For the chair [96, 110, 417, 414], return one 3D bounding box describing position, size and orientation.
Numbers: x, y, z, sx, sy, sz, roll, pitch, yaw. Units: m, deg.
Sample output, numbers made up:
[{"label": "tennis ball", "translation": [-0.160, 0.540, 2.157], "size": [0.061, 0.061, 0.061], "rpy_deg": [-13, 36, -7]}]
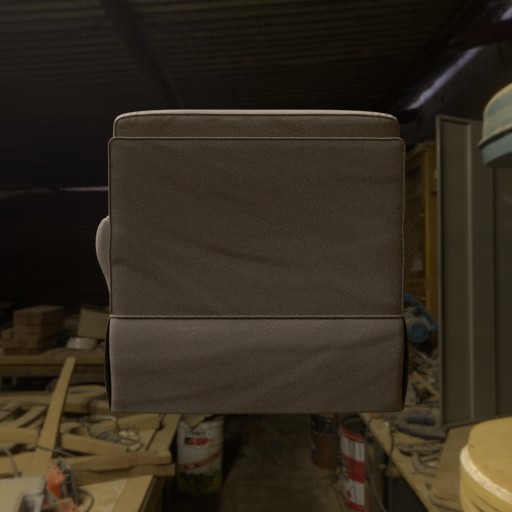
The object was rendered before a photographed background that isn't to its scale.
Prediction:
[{"label": "chair", "translation": [0.000, 0.000, 1.858], "size": [1.135, 1.017, 0.988], "rpy_deg": [0, -1, 0]}]
